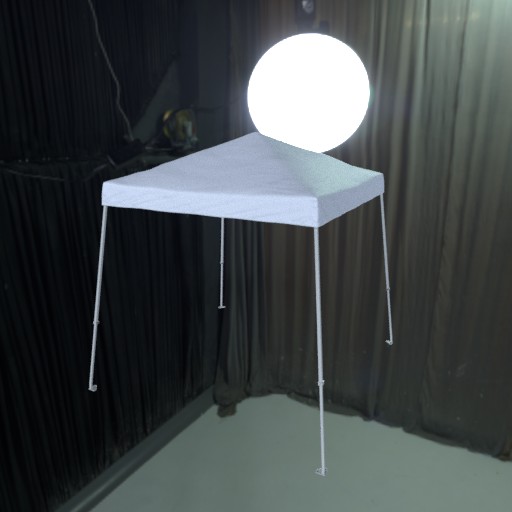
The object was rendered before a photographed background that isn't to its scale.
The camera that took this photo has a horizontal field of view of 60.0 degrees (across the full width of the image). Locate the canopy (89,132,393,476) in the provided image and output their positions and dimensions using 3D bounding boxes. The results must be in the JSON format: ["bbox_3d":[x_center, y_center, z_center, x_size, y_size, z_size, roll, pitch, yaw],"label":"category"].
[{"bbox_3d":[0.000,0.000,6.671,3.600,3.600,3.599,8,18,27],"label":"canopy"}]
